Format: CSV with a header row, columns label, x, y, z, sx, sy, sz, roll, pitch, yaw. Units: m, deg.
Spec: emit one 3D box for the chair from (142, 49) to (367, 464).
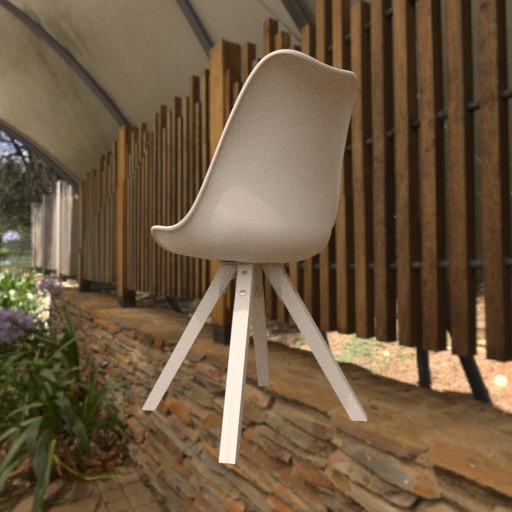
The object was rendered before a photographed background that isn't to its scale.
label,x,y,z,sx,sy,sz,roll,pitch,yaw
chair,0.000,0.000,1.178,0.485,0.850,0.550,1,-1,-37
